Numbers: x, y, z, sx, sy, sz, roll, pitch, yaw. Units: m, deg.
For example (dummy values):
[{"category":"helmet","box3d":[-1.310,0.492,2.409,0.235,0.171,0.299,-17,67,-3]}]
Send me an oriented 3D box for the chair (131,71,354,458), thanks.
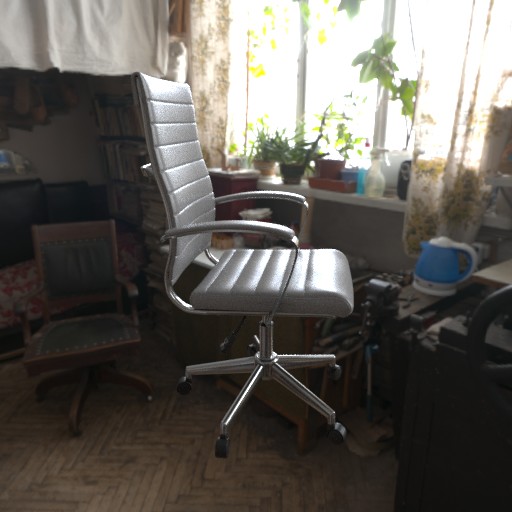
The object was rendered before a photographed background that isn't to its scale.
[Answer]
[{"category":"chair","box3d":[0.000,0.000,1.529,0.667,1.149,0.679,3,17,9]}]
